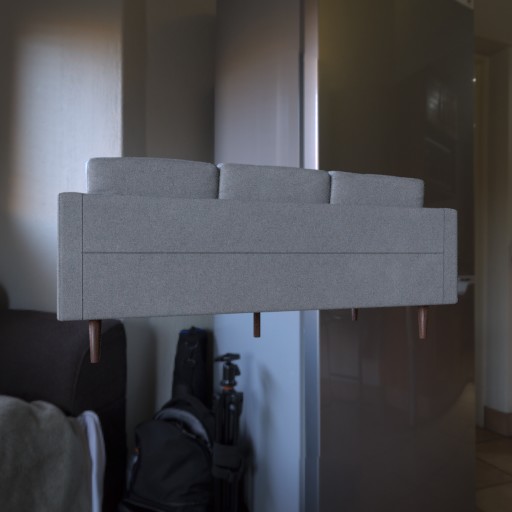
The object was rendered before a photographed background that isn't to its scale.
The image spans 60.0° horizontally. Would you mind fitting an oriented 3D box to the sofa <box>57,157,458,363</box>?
[{"bbox_3d":[0.000,0.000,2.517,1.983,0.918,0.944,0,0,-19],"label":"sofa"}]
